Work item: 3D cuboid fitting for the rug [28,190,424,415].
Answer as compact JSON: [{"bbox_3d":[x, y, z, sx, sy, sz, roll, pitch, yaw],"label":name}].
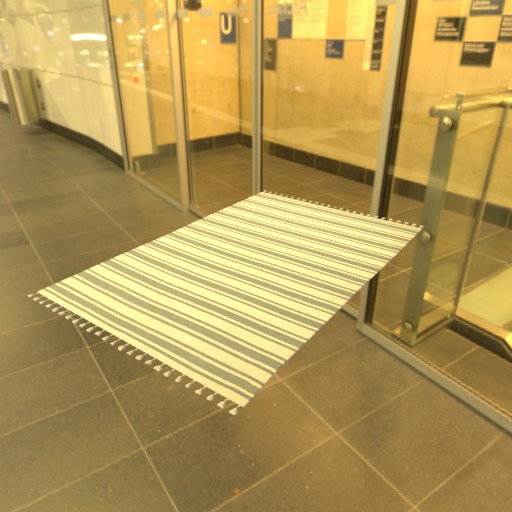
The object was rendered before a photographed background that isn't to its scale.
[{"bbox_3d":[0.000,0.000,3.035,1.539,0.011,2.410,18,32,32],"label":"rug"}]
